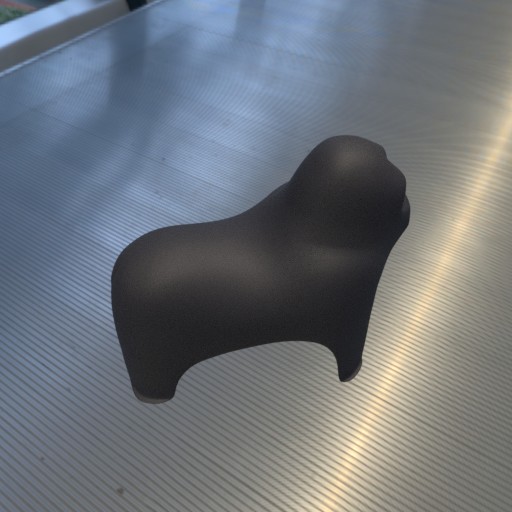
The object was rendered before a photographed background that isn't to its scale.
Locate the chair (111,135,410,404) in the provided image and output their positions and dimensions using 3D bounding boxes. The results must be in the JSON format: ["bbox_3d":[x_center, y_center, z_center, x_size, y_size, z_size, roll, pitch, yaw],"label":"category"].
[{"bbox_3d":[0.000,0.000,1.129,0.758,0.600,0.490,-10,48,-9],"label":"chair"}]
